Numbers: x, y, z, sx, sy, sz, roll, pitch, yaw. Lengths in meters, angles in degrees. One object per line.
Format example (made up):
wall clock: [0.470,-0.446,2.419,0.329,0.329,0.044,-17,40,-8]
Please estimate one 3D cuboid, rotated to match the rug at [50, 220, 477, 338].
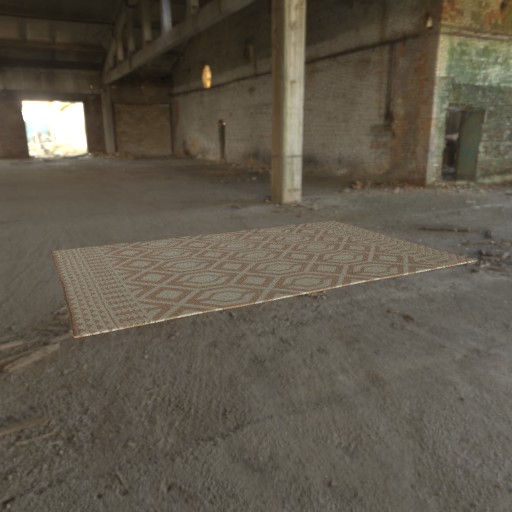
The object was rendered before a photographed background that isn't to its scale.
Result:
rug: [0.000,0.000,2.970,2.435,0.011,1.526,-8,17,-26]
